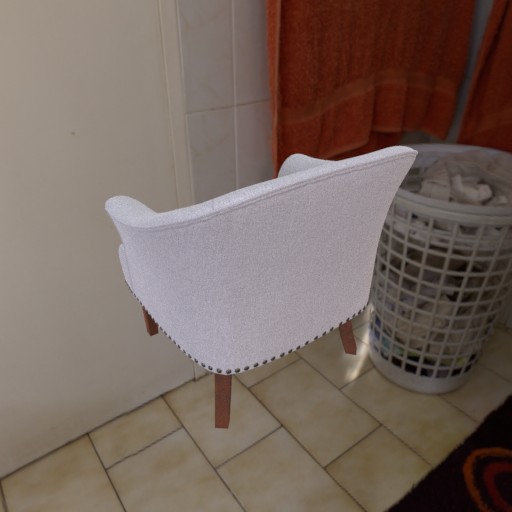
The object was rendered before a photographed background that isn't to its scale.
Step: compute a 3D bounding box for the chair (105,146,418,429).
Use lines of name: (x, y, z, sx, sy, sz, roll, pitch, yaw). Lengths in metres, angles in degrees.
chair: (0.000, 0.000, 1.442, 0.798, 0.815, 0.704, -19, 36, -29)
